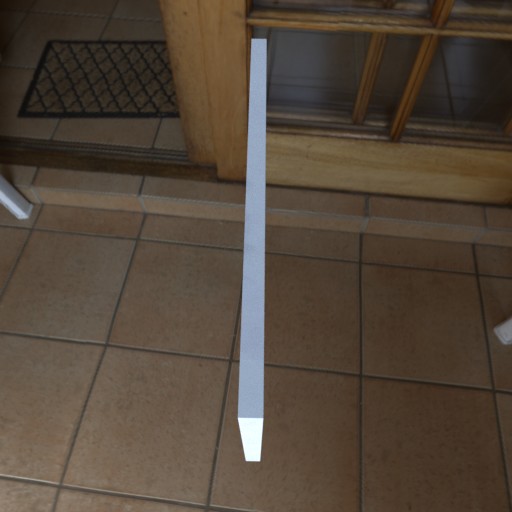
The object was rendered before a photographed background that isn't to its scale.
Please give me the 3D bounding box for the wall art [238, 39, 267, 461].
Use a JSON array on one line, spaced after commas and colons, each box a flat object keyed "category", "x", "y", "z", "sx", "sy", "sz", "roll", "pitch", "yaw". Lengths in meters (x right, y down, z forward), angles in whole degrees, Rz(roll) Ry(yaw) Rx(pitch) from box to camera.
[{"category": "wall art", "x": 0.000, "y": 0.000, "z": 1.153, "sx": 0.038, "sy": 0.610, "sz": 0.915, "roll": 1, "pitch": 60, "yaw": 0}]
